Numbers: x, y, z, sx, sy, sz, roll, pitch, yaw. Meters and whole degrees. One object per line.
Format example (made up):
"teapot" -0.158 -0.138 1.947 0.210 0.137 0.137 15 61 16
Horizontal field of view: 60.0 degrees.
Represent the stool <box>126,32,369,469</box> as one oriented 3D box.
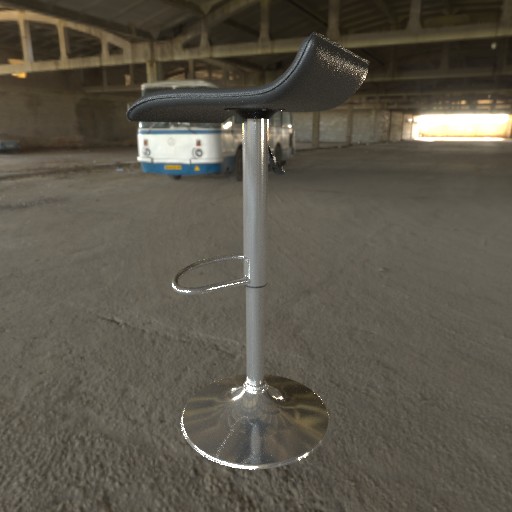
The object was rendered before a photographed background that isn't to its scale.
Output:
"stool" 0.000 0.000 1.022 0.381 0.851 0.381 8 18 25
